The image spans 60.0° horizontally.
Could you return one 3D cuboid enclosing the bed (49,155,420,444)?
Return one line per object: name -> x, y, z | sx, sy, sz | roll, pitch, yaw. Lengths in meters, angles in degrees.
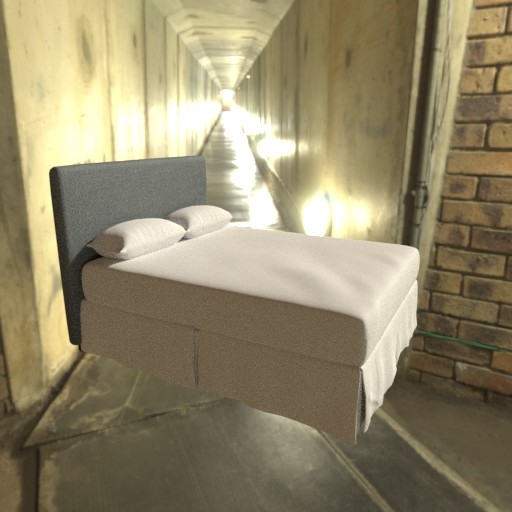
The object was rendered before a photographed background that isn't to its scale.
bed -> 0.000, 0.000, 3.231 | 2.142, 1.330, 1.723 | 8, 18, 27
